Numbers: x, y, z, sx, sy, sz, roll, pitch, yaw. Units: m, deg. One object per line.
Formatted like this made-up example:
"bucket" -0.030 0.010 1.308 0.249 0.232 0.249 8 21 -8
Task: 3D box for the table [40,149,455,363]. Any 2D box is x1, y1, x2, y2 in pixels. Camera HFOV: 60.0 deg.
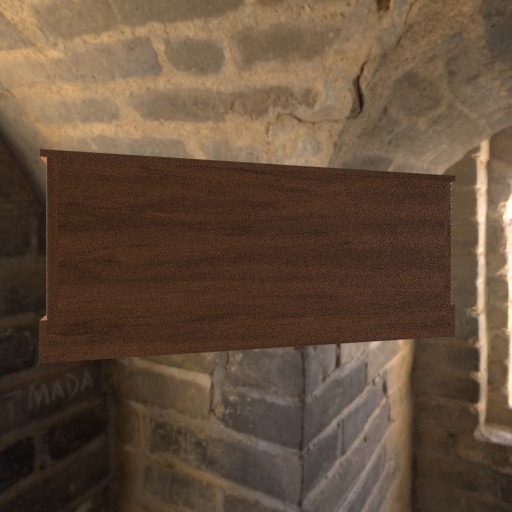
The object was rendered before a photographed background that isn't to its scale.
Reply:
"table" 0.000 0.000 1.422 1.200 0.510 0.400 0 0 -17
